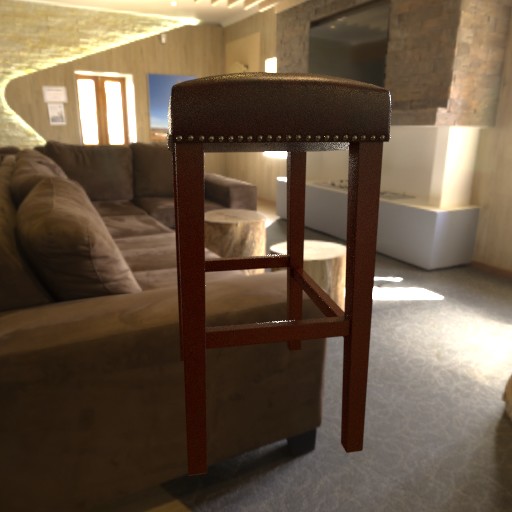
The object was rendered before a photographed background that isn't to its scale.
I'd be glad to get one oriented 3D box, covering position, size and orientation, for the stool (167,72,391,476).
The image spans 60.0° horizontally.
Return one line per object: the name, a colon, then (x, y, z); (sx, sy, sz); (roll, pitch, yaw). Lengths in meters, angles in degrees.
stool: (0.000, 0.000, 1.021); (0.372, 0.742, 0.504); (-3, 16, -11)
